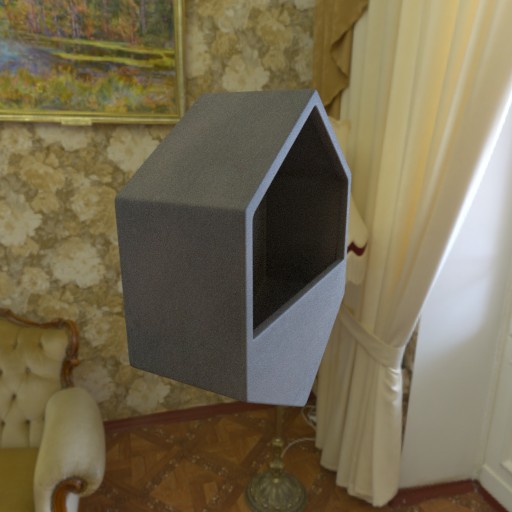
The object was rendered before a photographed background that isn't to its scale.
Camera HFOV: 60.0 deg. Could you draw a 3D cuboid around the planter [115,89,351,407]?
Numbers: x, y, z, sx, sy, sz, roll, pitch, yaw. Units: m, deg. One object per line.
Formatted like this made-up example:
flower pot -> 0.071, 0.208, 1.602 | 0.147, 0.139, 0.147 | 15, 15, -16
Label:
planter -> 0.000, 0.000, 0.295 | 0.077, 0.206, 0.169 | 8, 18, 26
